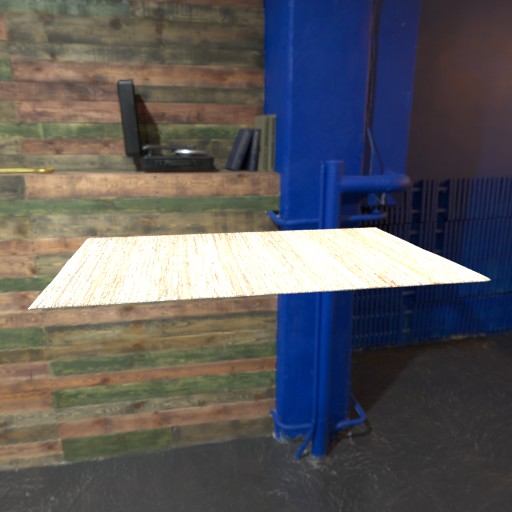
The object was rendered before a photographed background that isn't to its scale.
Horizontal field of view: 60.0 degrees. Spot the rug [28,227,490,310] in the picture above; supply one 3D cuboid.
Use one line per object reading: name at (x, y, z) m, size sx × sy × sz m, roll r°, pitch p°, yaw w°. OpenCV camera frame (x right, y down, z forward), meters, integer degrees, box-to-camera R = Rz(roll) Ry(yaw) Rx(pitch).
rug at (0.000, 0.000, 3.002) m, size 2.446 × 0.009 × 1.529 m, roll -3°, pitch 15°, yaw -10°
